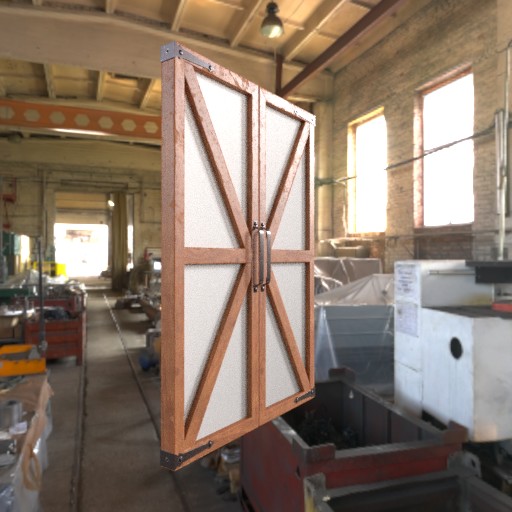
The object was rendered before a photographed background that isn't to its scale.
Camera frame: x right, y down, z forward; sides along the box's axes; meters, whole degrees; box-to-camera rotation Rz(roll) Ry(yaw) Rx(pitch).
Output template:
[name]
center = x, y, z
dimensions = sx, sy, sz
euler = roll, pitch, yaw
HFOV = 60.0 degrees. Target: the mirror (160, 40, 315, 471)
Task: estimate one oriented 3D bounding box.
[mirror]
center = 0.000, 0.000, 0.993
dimensions = 0.053, 0.761, 0.517
euler = 0, 0, 36
